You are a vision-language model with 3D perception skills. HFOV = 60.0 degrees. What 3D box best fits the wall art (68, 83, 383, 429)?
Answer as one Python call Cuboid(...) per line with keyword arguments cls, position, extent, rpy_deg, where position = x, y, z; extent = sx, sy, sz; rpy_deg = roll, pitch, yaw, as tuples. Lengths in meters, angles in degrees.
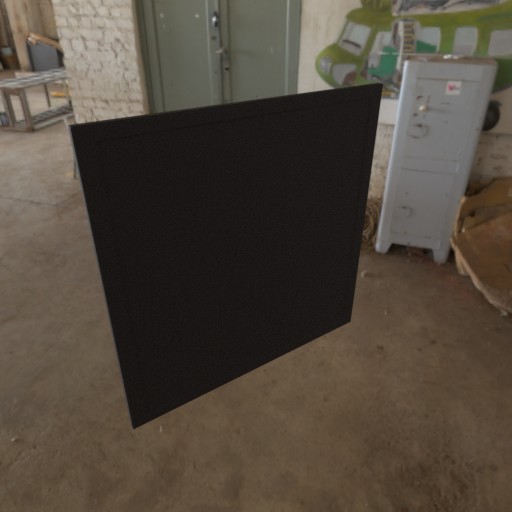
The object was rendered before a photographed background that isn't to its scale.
Cuboid(cls="wall art", position=(0.000, 0.000, 0.826), extent=(0.562, 0.558, 0.012), rpy_deg=(-19, 35, -29))
